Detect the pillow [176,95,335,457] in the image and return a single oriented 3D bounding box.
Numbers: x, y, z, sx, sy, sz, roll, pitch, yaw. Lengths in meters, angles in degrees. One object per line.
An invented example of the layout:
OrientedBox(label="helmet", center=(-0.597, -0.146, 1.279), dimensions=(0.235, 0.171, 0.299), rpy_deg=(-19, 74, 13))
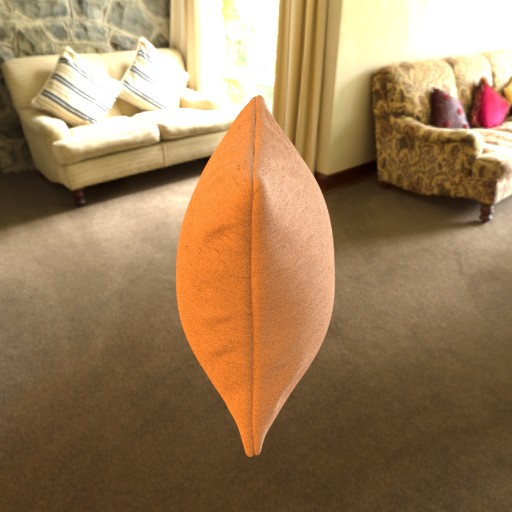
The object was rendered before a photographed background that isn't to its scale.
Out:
OrientedBox(label="pillow", center=(0.000, 0.000, 0.703), dimensions=(0.246, 0.415, 0.432), rpy_deg=(0, 30, 0))
